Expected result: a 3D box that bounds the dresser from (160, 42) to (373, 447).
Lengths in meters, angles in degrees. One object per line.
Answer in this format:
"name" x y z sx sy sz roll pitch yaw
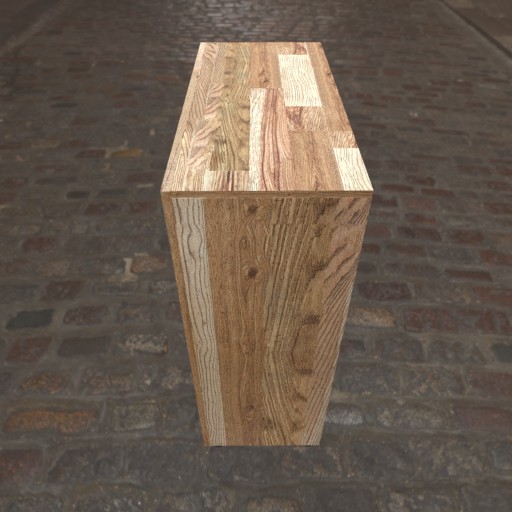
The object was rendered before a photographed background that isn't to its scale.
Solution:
"dresser" 0.000 0.000 1.690 0.480 1.243 0.966 0 42 0
